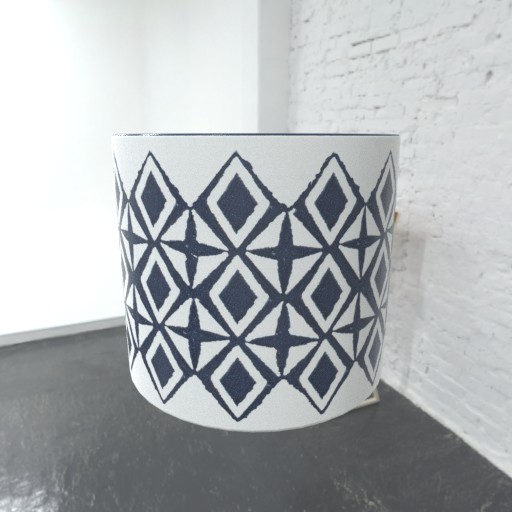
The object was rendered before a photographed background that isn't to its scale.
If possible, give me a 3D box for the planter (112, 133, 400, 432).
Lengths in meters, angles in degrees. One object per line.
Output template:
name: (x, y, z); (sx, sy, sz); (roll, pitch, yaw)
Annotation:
planter: (0.000, 0.000, 0.311); (0.182, 0.165, 0.182); (0, 15, 0)
